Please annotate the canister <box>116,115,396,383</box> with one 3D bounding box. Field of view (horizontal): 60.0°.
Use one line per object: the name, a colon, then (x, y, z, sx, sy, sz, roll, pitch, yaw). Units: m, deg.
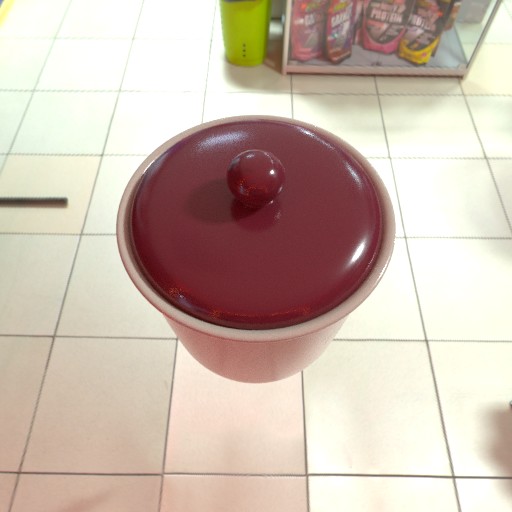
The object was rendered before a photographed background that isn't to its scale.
canister: (0.000, 0.000, 0.341, 0.182, 0.208, 0.182, 0, 59, 0)
